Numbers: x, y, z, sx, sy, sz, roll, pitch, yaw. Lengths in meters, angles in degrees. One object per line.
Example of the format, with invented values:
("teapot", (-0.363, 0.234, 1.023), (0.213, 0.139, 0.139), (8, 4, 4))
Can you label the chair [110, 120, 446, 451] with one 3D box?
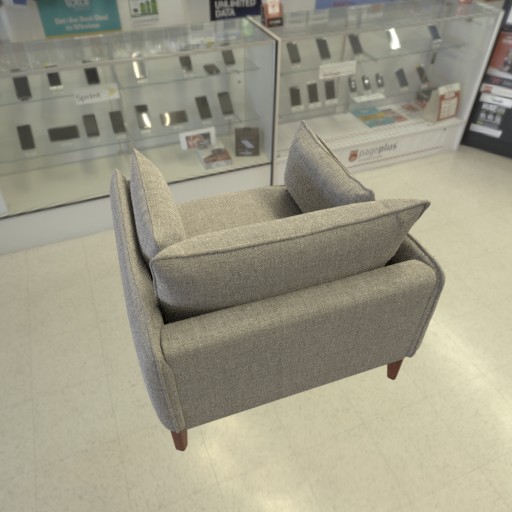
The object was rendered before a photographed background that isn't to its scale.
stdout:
("chair", (0.000, 0.000, 1.695), (0.993, 0.839, 0.976), (-13, 44, -14))
